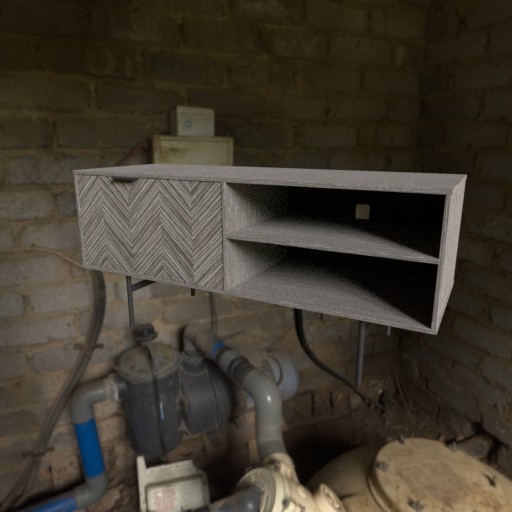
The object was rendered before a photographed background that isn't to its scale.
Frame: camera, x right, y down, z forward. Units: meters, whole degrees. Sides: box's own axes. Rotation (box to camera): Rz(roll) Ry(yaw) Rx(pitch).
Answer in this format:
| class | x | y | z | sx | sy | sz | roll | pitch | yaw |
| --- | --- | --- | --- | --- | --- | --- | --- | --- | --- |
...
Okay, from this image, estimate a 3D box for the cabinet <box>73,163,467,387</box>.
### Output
| class | x | y | z | sx | sy | sz | roll | pitch | yaw |
| --- | --- | --- | --- | --- | --- | --- | --- | --- | --- |
| cabinet | 0.000 | 0.000 | 1.615 | 1.300 | 0.599 | 0.500 | 8 | 17 | 27 |
